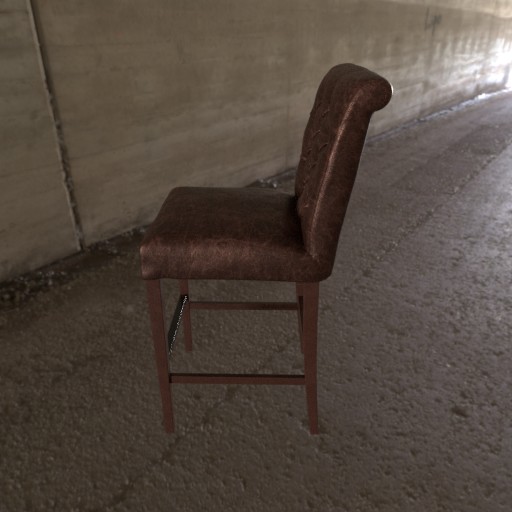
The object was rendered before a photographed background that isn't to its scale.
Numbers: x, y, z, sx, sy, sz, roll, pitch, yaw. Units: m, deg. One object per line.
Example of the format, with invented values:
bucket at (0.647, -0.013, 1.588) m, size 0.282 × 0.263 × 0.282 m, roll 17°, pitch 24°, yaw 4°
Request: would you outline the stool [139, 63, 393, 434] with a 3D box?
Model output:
stool at (0.000, 0.000, 1.485) m, size 0.659 × 1.168 × 0.483 m, roll 1°, pitch 28°, yaw 1°
